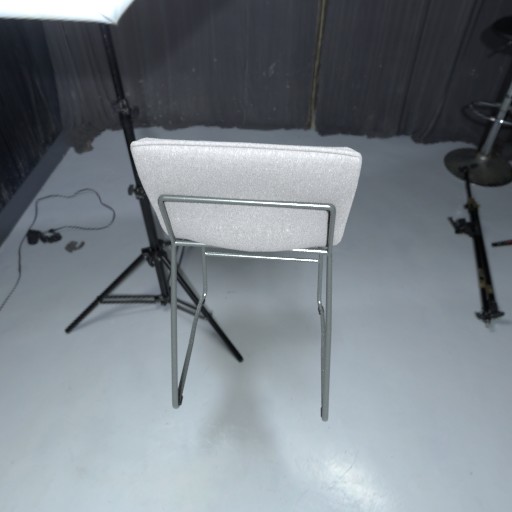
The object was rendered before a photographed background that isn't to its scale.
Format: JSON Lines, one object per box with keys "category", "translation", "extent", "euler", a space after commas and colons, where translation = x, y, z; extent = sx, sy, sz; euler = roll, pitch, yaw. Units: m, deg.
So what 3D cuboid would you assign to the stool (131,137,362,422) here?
{"category": "stool", "translation": [0.000, 0.000, 1.214], "extent": [0.490, 0.960, 0.490], "euler": [4, 45, 4]}
